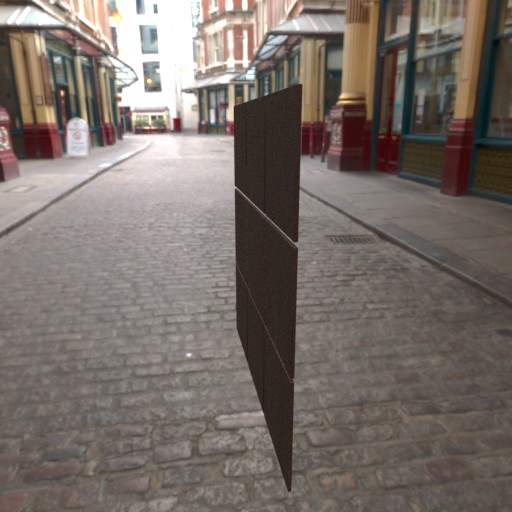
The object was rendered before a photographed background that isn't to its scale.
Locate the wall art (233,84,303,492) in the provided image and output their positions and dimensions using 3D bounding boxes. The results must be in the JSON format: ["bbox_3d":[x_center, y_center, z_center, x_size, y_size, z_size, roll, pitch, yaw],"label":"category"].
[{"bbox_3d":[0.000,0.000,2.279,0.014,1.525,1.527,-3,16,-10],"label":"wall art"}]
